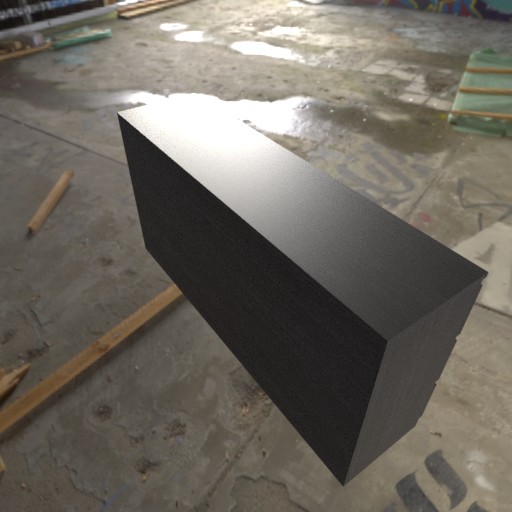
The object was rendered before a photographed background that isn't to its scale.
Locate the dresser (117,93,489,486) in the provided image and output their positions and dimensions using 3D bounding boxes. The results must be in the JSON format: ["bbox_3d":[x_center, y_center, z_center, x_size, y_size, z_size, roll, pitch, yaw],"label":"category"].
[{"bbox_3d":[0.000,0.000,1.851,0.400,0.795,1.590,-25,47,-26],"label":"dresser"}]
